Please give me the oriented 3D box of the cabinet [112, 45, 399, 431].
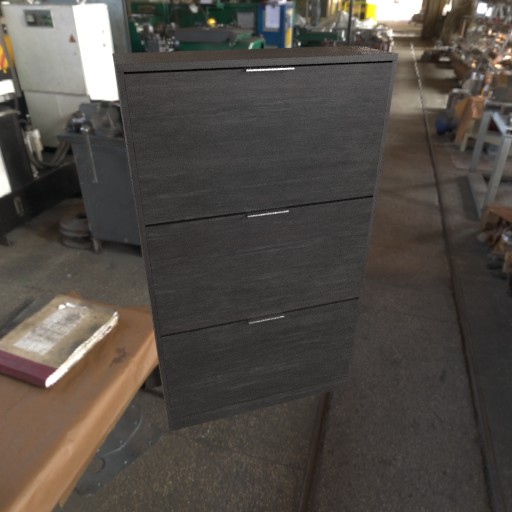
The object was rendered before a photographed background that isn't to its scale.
[{"bbox_3d":[0.000,0.000,1.534,0.750,1.280,0.250,-9,32,-15],"label":"cabinet"}]
